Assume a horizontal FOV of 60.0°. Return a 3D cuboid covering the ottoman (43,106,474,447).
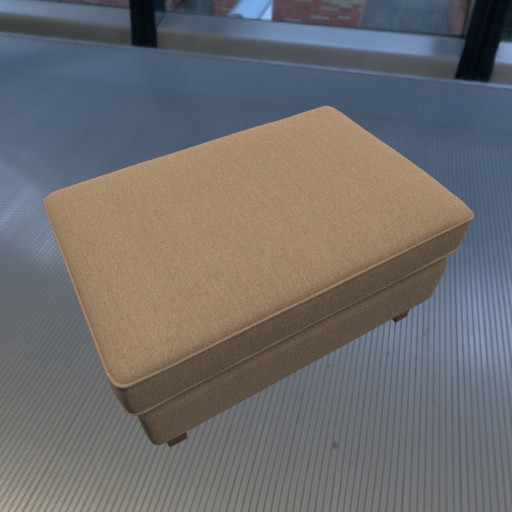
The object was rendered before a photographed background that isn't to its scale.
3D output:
[{"bbox_3d":[0.000,0.000,1.261,0.945,0.521,0.636,-23,52,-20],"label":"ottoman"}]
